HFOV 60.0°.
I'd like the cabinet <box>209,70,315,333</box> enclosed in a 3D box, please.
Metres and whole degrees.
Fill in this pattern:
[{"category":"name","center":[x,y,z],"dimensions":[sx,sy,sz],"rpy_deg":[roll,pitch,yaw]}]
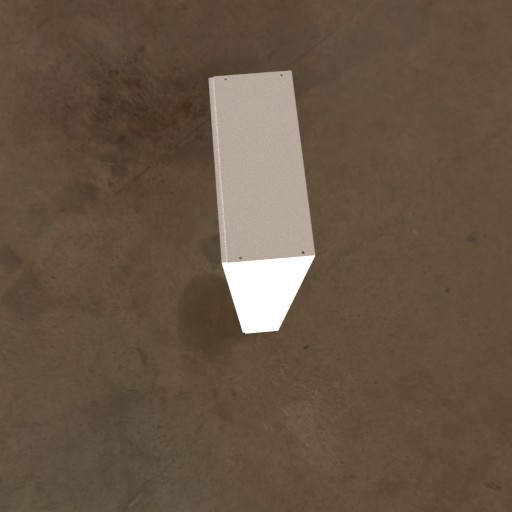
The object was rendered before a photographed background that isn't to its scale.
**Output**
[{"category":"cabinet","center":[0.000,0.000,1.950],"dimensions":[0.230,1.790,0.500],"rpy_deg":[-5,75,-1]}]
